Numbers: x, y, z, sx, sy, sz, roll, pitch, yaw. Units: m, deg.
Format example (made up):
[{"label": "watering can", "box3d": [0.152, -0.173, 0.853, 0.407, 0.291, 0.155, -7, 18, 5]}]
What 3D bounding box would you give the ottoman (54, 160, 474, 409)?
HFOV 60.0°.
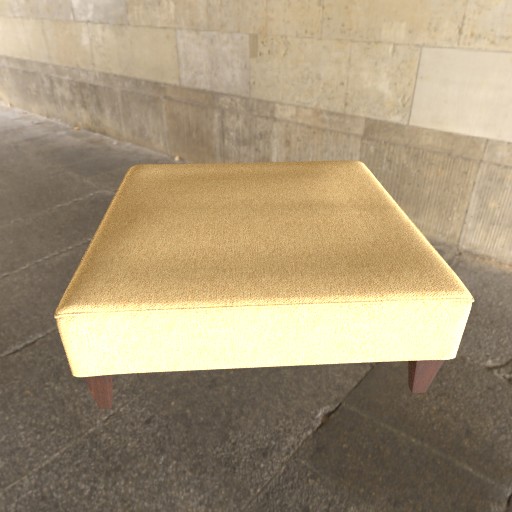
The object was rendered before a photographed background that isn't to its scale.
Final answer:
[{"label": "ottoman", "box3d": [0.000, 0.000, 1.490, 0.970, 0.378, 0.981, -2, 31, -3]}]
